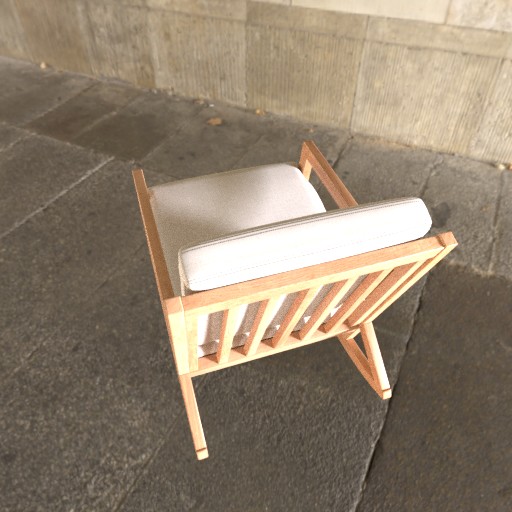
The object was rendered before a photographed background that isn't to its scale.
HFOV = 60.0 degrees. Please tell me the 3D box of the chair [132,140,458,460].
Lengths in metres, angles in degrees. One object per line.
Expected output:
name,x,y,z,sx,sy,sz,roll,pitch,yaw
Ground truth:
chair,0.000,0.000,1.389,0.622,0.790,0.857,-13,45,-13
